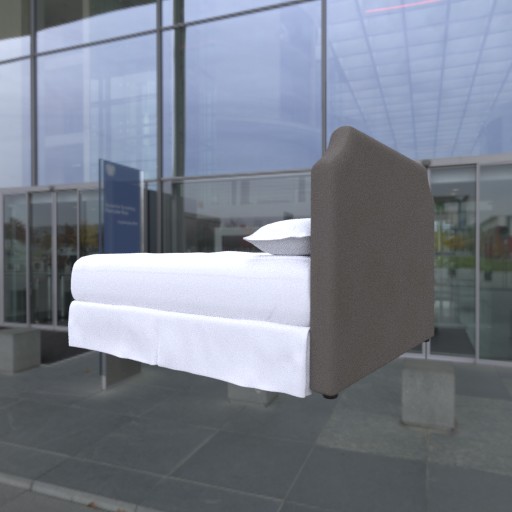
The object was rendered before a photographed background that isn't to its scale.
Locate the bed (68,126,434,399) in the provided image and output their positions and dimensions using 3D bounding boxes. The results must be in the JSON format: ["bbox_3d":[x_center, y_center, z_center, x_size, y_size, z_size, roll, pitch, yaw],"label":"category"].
[{"bbox_3d":[0.000,0.000,3.944,2.536,1.561,2.194,0,1,36],"label":"bed"}]
